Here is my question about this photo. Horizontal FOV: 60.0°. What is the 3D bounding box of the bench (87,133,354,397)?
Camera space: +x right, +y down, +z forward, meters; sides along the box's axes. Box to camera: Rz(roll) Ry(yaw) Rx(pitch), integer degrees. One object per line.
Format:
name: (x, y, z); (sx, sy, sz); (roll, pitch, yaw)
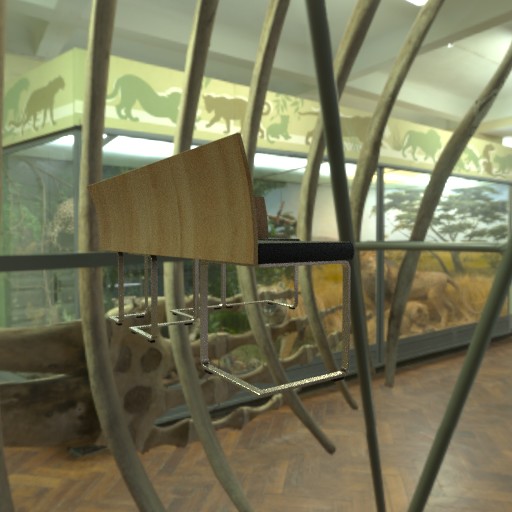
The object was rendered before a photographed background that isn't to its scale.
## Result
bench: (0.000, 0.000, 2.708); (1.495, 0.930, 1.945); (-2, 3, -35)
